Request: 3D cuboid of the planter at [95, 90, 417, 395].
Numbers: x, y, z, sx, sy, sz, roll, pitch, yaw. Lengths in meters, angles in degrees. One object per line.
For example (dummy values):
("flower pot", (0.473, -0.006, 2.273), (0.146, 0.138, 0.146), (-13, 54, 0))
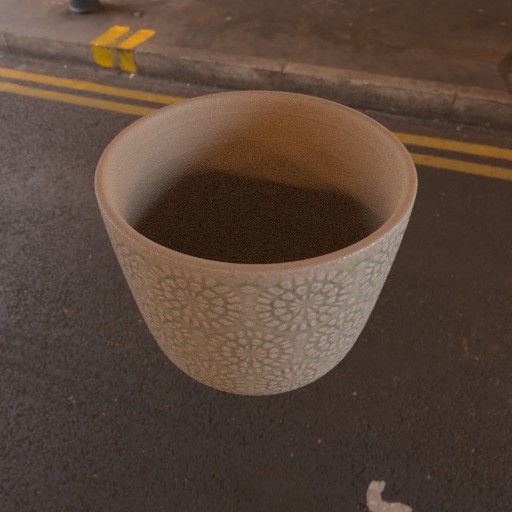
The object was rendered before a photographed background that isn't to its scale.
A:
("planter", (0.000, 0.000, 0.213), (0.124, 0.109, 0.124), (0, 44, 0))
